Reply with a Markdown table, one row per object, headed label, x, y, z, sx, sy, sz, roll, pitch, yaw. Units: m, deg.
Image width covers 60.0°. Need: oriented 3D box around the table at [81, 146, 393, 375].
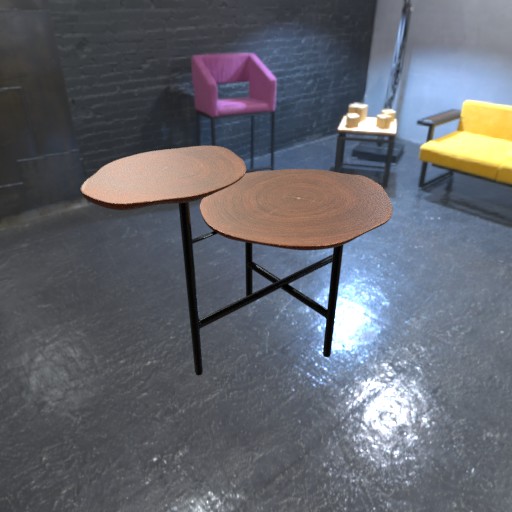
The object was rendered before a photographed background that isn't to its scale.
| label | x | y | z | sx | sy | sz | roll | pitch | yaw |
| --- | --- | --- | --- | --- | --- | --- | --- | --- | --- |
| table | 0.000 | 0.000 | 1.085 | 0.759 | 0.538 | 0.442 | -22 | 37 | -33 |
